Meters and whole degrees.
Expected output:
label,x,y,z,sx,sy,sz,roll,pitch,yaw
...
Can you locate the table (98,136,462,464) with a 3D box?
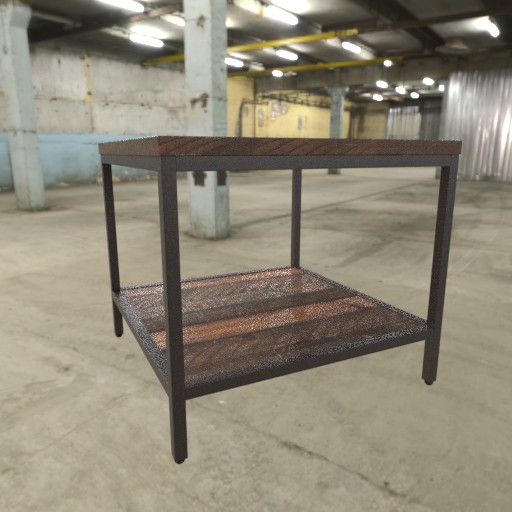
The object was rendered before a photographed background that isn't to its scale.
label,x,y,z,sx,sy,sz,roll,pitch,yaw
table,0.000,0.000,0.966,0.548,0.482,0.553,-6,15,-26
